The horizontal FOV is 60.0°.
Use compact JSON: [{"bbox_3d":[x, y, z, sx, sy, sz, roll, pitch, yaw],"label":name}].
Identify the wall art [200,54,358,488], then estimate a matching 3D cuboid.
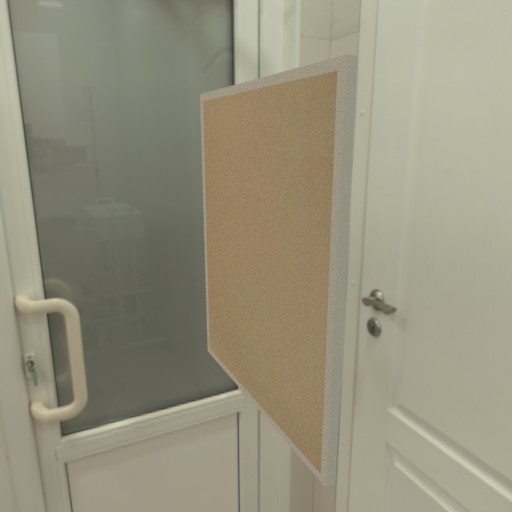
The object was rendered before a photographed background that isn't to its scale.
[{"bbox_3d":[0.000,0.000,0.616,0.013,0.456,0.382,-7,16,-26],"label":"wall art"}]
